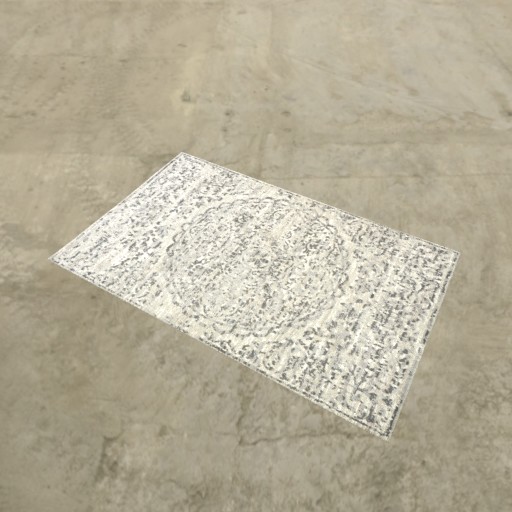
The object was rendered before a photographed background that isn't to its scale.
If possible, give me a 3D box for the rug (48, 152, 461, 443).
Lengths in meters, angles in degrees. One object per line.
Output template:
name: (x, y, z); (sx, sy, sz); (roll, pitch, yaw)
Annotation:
rug: (0.000, 0.000, 3.093); (2.447, 0.021, 1.527); (23, 51, 20)
